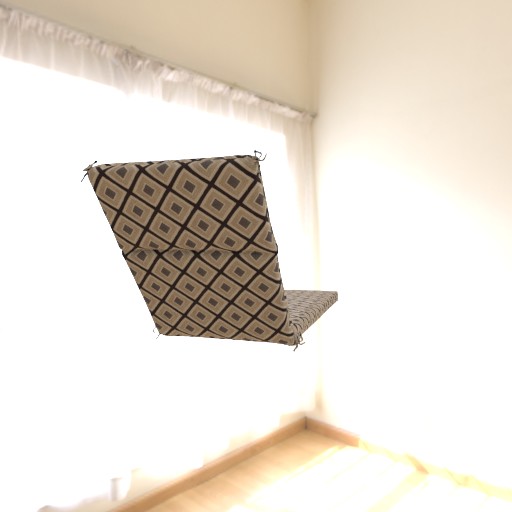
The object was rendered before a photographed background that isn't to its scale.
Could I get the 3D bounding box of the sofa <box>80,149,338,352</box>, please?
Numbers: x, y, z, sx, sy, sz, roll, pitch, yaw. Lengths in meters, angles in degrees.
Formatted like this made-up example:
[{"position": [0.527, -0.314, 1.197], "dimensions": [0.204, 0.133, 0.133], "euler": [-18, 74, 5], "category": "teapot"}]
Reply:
[{"position": [0.000, 0.000, 1.978], "dimensions": [0.582, 0.622, 1.663], "euler": [1, 2, 18], "category": "sofa"}]
